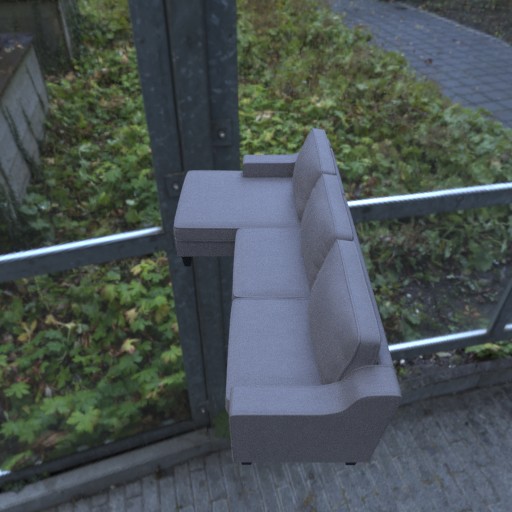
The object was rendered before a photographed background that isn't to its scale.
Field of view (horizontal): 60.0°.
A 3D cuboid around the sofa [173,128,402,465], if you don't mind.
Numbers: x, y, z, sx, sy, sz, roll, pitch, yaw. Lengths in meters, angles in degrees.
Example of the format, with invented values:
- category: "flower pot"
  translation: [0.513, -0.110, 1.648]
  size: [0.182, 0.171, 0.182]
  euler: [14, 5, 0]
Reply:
- category: "sofa"
  translation: [0.000, 0.000, 3.072]
  size: [1.294, 0.928, 2.561]
  euler: [0, 40, 0]
